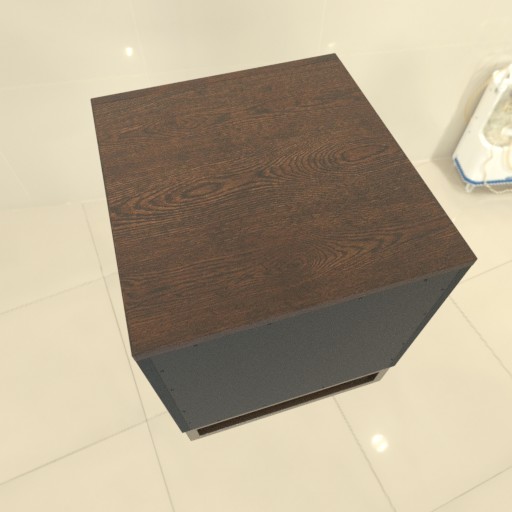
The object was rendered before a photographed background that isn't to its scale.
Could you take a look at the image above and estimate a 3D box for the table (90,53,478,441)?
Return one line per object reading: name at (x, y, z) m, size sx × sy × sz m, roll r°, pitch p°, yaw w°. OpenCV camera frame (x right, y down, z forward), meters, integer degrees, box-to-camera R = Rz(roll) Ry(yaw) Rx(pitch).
table at (0.000, 0.000, 0.998) m, size 0.506 × 0.582 × 0.566 m, roll -14°, pitch 58°, yaw -9°
